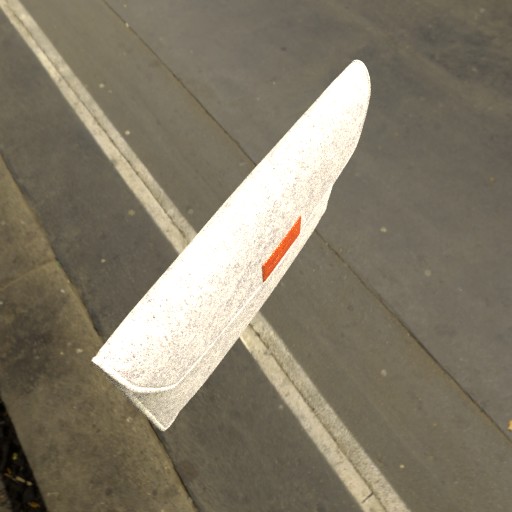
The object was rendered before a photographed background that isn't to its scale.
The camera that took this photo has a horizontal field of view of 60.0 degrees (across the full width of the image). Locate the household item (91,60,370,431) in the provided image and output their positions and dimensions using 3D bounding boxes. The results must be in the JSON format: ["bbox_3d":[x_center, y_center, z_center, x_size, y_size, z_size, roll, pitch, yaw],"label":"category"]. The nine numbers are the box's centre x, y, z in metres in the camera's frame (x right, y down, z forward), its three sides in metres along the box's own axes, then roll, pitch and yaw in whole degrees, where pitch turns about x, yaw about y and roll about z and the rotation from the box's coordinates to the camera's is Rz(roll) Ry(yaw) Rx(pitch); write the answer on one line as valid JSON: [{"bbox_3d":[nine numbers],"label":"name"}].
[{"bbox_3d":[0.000,0.000,0.421,0.057,0.221,0.335,29,63,17],"label":"household item"}]
